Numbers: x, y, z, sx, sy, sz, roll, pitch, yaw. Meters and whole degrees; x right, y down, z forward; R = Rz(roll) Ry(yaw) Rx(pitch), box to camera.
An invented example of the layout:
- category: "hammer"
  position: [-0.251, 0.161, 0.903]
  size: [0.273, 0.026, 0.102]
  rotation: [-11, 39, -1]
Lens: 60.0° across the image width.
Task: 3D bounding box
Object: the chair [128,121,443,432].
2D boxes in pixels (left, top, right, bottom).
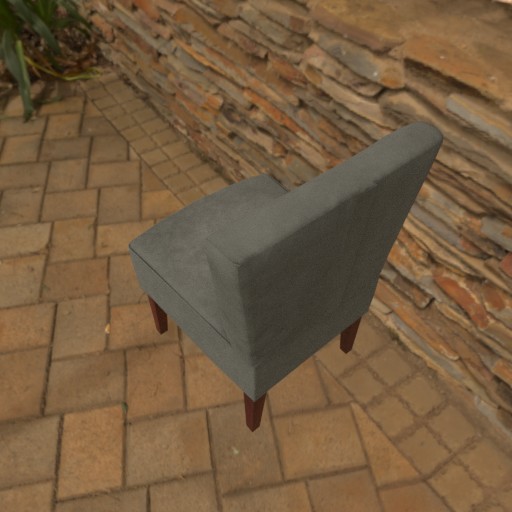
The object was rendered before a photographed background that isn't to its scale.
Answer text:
- category: "chair"
  position: [0.000, 0.000, 1.166]
  size: [0.521, 0.806, 0.554]
  rotation: [-32, 55, -25]
